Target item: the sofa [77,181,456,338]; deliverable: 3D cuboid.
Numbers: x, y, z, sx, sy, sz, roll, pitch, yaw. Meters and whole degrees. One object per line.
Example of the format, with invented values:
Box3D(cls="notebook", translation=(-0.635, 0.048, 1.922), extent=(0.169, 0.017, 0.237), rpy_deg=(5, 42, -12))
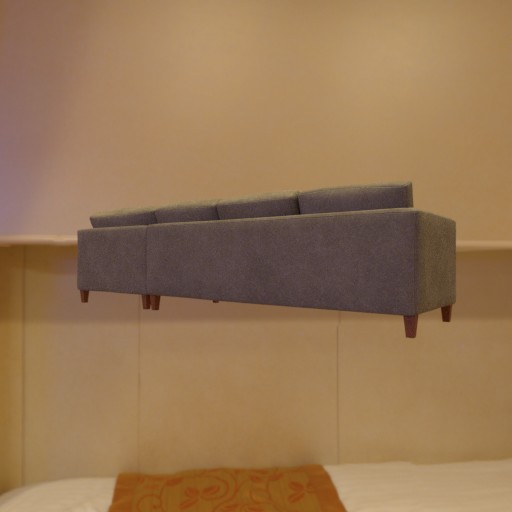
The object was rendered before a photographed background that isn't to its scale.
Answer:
Box3D(cls="sofa", translation=(0.000, 0.000, 4.136), extent=(3.471, 0.950, 1.604), rpy_deg=(0, 0, 37))
